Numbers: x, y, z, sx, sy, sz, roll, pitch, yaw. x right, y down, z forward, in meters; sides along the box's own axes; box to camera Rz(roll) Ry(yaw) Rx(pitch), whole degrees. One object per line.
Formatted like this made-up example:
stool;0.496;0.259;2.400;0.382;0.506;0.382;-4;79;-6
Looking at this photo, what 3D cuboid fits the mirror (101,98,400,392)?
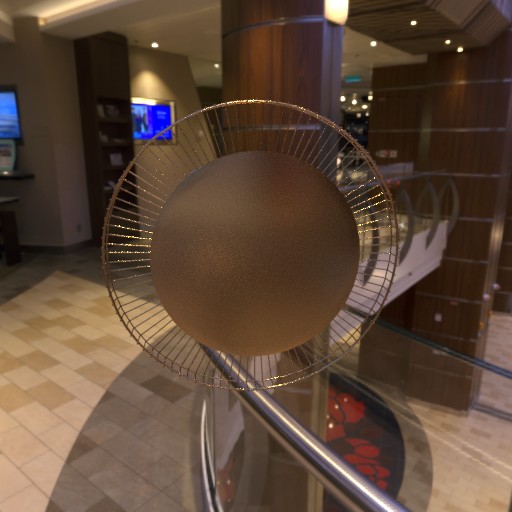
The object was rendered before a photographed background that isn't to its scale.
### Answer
mirror;0.000;0.000;1.051;0.703;0.703;0.067;-2;14;-7
